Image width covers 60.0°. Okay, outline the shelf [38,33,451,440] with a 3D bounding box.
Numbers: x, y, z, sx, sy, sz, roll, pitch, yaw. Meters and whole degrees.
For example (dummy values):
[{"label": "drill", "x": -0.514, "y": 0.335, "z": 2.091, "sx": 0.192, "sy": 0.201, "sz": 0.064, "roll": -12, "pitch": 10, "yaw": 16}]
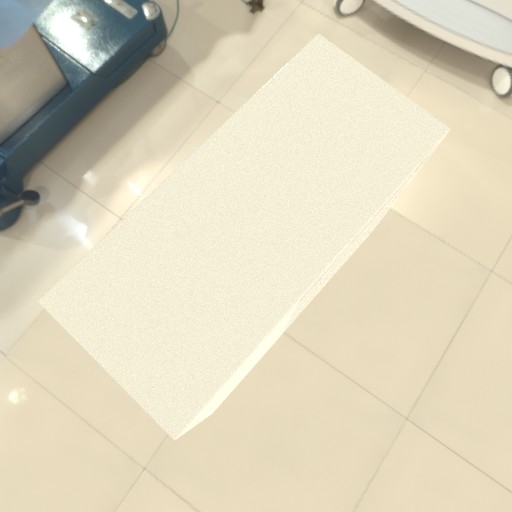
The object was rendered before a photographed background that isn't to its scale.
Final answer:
[{"label": "shelf", "x": 0.000, "y": 0.000, "z": 1.310, "sx": 0.396, "sy": 0.732, "sz": 0.895, "roll": 41, "pitch": 78, "yaw": 11}]
